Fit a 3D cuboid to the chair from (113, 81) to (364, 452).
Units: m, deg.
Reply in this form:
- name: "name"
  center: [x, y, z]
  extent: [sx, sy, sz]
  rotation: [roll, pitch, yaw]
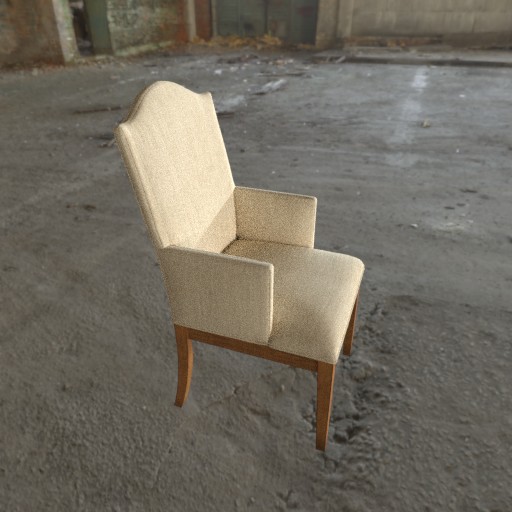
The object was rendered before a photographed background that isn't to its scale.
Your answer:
- name: "chair"
  center: [0.000, 0.000, 1.411]
  extent: [0.641, 1.016, 0.533]
  rotation: [10, 32, 17]
